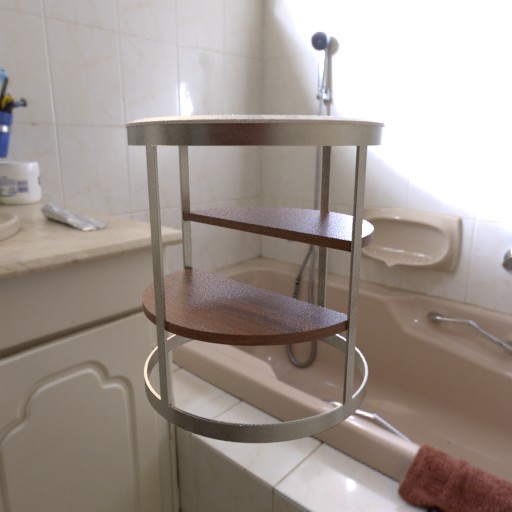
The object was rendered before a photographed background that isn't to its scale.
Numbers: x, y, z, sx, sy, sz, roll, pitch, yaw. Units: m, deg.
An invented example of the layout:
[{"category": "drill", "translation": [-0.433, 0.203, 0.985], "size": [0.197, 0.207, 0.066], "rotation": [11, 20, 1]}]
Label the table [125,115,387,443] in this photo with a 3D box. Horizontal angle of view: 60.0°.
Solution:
[{"category": "table", "translation": [0.000, 0.000, 0.770], "size": [0.407, 0.447, 0.407], "rotation": [0, 14, 0]}]
